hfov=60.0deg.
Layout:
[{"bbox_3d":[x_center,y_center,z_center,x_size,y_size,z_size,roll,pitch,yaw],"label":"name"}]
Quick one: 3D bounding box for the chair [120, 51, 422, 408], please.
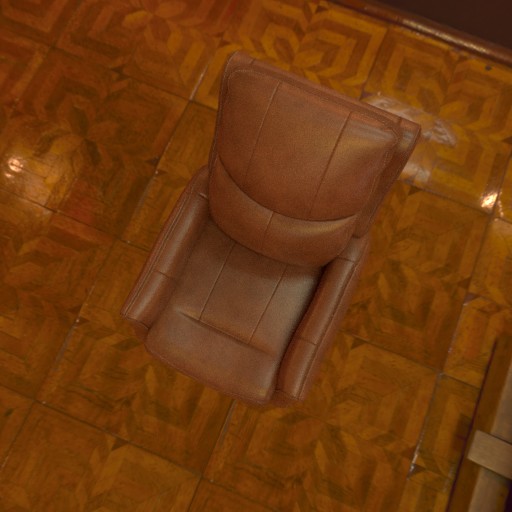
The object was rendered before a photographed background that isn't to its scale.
[{"bbox_3d":[0.000,0.000,1.740,0.821,1.016,1.072,24,78,6],"label":"chair"}]
